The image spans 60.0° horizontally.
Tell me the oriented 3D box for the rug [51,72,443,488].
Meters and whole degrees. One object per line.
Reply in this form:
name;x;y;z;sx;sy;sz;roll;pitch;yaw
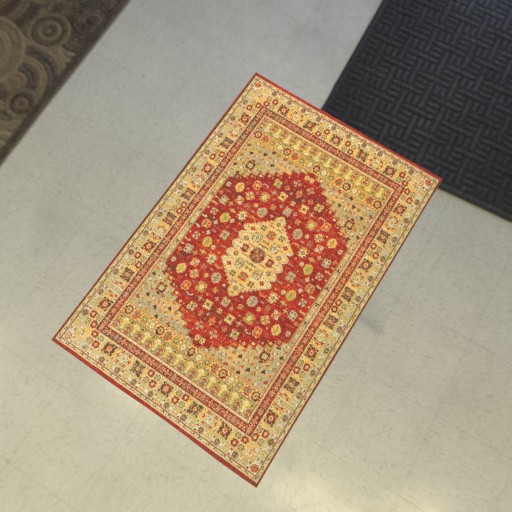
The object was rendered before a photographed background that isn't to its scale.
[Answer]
rug;0.000;0.000;2.259;1.194;0.013;1.802;33;78;8
